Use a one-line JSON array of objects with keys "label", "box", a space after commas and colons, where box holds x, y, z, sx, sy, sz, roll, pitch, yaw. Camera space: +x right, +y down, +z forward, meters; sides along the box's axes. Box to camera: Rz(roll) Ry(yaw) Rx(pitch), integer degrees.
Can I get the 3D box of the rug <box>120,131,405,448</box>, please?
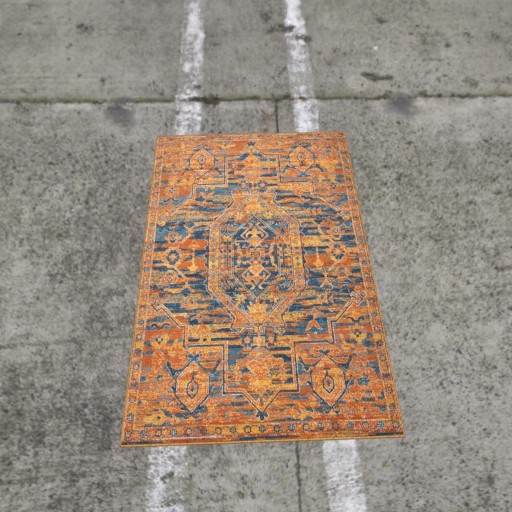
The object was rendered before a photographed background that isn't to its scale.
[{"label": "rug", "box": [0.000, 0.000, 2.236, 1.148, 0.013, 1.758, -2, 58, -1]}]
